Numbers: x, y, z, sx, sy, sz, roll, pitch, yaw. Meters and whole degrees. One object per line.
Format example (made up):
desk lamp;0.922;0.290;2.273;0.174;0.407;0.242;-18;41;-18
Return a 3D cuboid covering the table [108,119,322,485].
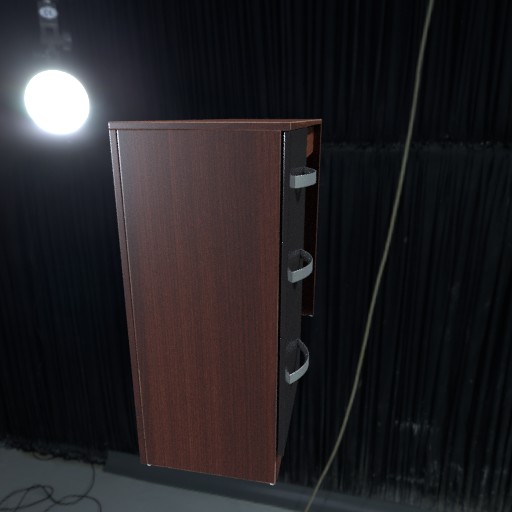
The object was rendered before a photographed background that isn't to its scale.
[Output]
table;0.000;0.000;1.348;0.380;0.790;0.930;3;18;11
